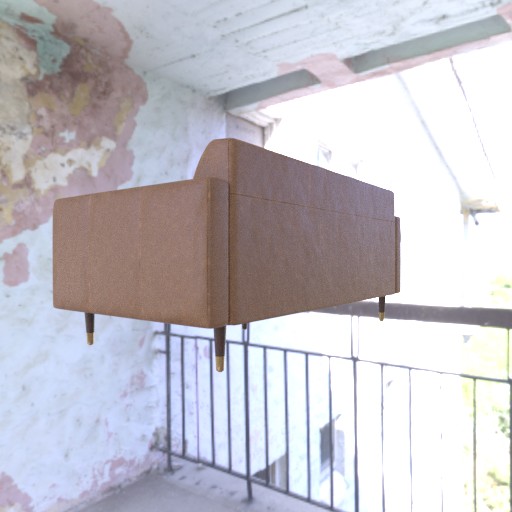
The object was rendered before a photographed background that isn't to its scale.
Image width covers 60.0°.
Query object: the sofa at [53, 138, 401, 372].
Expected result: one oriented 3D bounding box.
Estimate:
[{"bbox_3d":[0.000,0.000,2.426,0.993,0.821,1.847,0,0,37],"label":"sofa"}]
